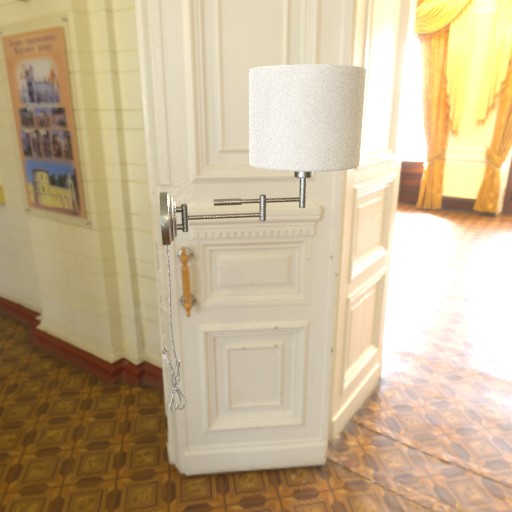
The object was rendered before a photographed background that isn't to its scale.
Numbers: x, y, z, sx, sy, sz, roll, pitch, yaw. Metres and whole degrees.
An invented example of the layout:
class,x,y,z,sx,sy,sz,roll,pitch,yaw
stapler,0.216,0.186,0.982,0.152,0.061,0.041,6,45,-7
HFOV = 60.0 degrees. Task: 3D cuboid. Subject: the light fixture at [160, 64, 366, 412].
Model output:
class,x,y,z,sx,sy,sz,roll,pitch,yaw
light fixture,0.000,0.000,1.079,0.479,0.842,0.253,-3,18,-10
